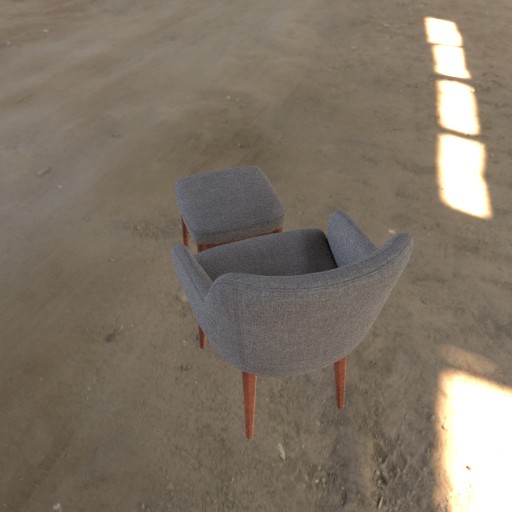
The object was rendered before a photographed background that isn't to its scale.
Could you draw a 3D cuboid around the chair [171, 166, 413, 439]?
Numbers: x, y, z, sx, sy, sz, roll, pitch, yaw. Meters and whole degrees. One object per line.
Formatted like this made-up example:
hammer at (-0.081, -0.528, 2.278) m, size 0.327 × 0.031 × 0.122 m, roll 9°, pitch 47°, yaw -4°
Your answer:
chair at (0.000, 0.000, 1.554) m, size 0.584 × 0.799 × 1.107 m, roll -13°, pitch 43°, yaw -14°
